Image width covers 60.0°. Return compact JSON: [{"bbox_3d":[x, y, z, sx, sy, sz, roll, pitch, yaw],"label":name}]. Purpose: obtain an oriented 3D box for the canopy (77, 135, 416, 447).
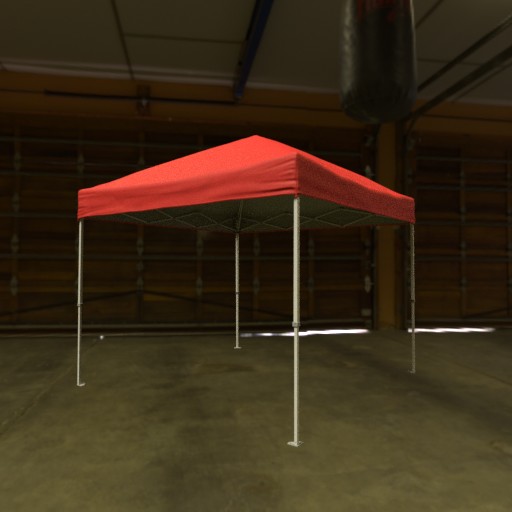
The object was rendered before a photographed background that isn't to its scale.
[{"bbox_3d":[0.000,0.000,5.467,2.998,2.997,2.996,-1,-2,36],"label":"canopy"}]
